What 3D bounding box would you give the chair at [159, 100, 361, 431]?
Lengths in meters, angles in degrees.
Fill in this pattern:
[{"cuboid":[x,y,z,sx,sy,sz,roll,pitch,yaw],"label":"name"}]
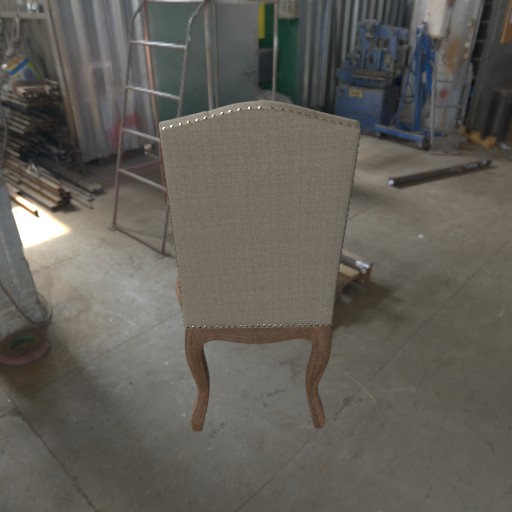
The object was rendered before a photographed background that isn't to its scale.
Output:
[{"cuboid":[0.000,0.000,1.596,0.637,1.191,0.731,-1,30,-2],"label":"chair"}]
